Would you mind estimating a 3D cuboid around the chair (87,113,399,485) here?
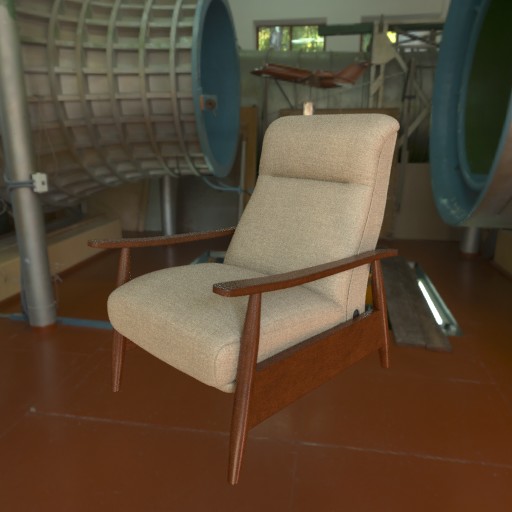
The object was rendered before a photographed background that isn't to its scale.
[{"bbox_3d":[0.000,0.000,1.746,0.762,1.082,1.014,15,22,42],"label":"chair"}]
